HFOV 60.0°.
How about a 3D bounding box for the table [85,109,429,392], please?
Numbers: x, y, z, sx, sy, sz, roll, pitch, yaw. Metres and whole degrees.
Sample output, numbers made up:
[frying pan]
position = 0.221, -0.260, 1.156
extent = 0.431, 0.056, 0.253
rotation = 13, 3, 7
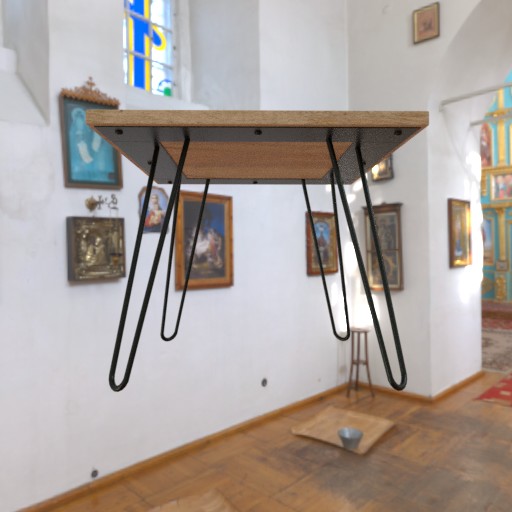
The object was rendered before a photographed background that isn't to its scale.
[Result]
[table]
position = 0.000, 0.000, 1.066
extent = 0.599, 0.500, 0.599
rotation = 0, -1, -1
